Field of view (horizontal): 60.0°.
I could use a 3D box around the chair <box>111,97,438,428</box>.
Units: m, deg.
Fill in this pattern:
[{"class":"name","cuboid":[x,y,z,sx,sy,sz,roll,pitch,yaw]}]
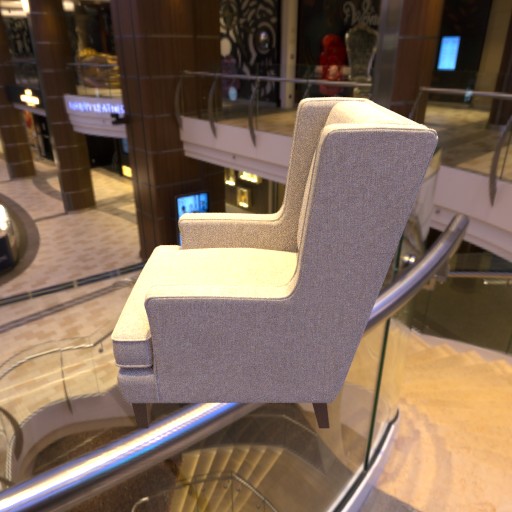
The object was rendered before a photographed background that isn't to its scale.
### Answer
[{"class":"chair","cuboid":[0.000,0.000,1.699,0.948,1.082,0.764,0,25,0]}]
